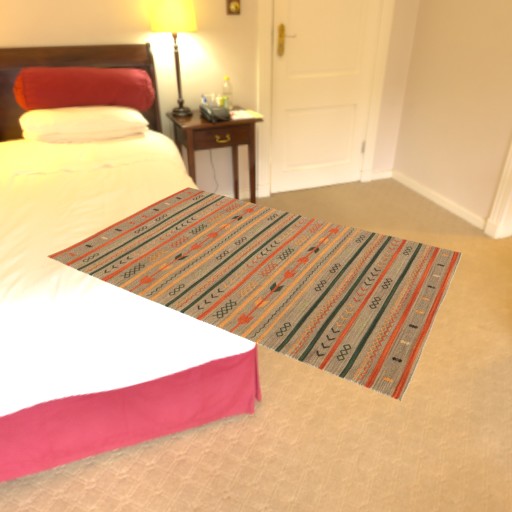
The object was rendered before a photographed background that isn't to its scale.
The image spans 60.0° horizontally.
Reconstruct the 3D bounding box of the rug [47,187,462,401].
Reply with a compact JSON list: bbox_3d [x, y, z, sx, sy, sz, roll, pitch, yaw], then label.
[{"bbox_3d":[0.000,0.000,3.069,2.439,0.029,1.537,17,34,27],"label":"rug"}]
